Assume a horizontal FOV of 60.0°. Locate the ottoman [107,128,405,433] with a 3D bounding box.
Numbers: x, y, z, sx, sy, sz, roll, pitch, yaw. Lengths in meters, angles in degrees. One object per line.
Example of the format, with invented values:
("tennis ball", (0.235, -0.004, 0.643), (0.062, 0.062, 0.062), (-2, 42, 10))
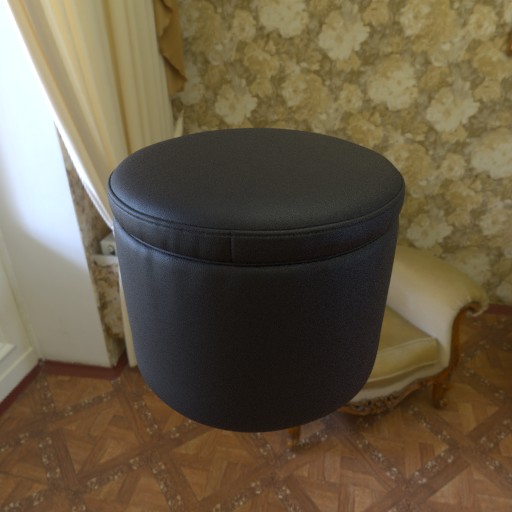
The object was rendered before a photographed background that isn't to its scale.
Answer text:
("ottoman", (0.000, 0.000, 0.852), (0.501, 0.409, 0.501), (0, 29, 0))
